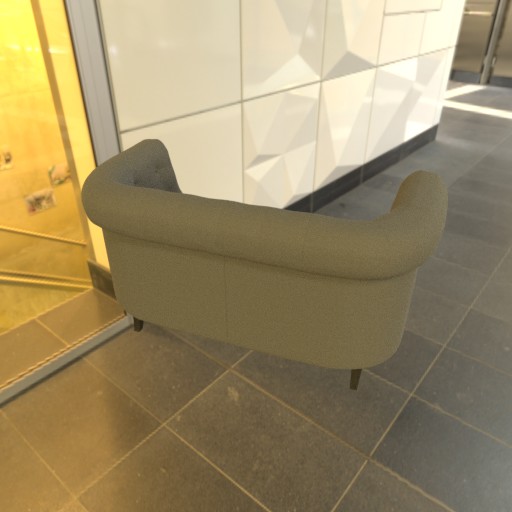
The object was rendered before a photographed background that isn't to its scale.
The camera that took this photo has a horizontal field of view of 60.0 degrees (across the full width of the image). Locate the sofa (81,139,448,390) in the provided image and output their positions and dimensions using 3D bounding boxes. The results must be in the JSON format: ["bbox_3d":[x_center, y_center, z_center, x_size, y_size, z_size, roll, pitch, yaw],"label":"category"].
[{"bbox_3d":[0.000,0.000,2.087,1.558,0.827,0.835,11,33,17],"label":"sofa"}]
